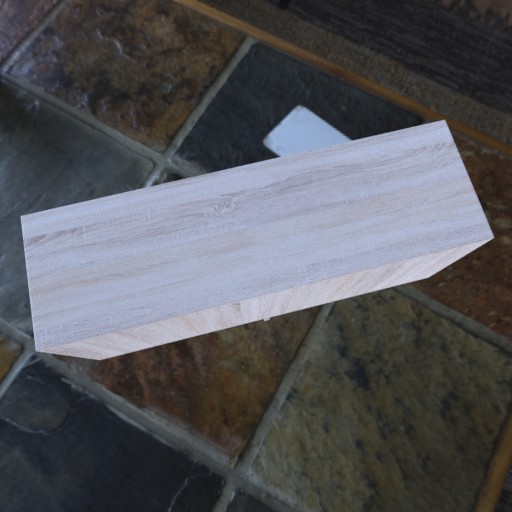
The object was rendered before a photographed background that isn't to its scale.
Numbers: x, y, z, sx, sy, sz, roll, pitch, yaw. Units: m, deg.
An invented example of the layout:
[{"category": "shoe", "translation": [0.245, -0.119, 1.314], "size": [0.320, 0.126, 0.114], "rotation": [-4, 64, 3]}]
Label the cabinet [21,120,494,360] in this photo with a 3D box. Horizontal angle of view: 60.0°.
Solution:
[{"category": "cabinet", "translation": [0.000, 0.000, 1.985], "size": [1.650, 0.780, 0.500], "rotation": [-14, 75, -4]}]
